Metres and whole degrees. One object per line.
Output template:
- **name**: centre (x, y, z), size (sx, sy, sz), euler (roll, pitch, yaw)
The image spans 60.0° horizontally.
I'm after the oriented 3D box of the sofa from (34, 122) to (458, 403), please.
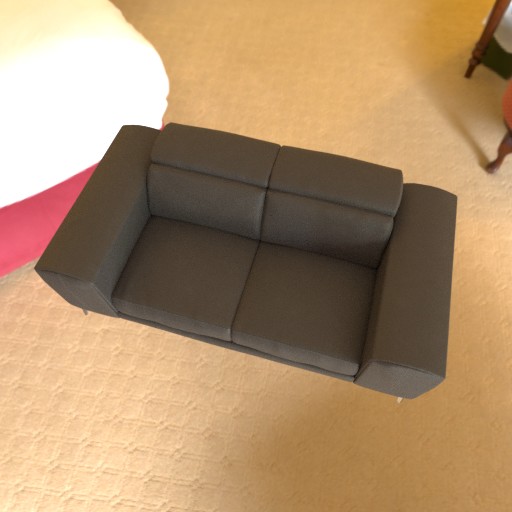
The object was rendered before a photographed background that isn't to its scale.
- **sofa**: centre (0.000, 0.000, 2.352), size (1.895, 0.779, 1.003), euler (14, 60, 8)
